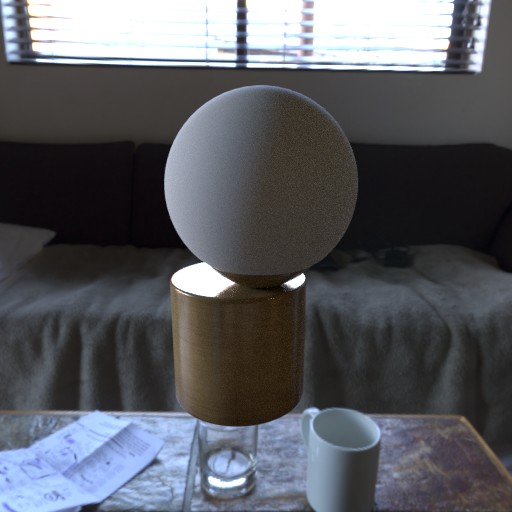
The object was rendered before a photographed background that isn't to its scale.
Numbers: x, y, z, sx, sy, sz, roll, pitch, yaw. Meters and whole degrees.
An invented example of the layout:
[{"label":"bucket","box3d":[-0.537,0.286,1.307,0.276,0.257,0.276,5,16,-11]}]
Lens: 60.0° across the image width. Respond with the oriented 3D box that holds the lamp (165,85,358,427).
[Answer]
[{"label":"lamp","box3d":[0.000,0.000,0.349,0.152,0.250,0.141,14,21,43]}]
